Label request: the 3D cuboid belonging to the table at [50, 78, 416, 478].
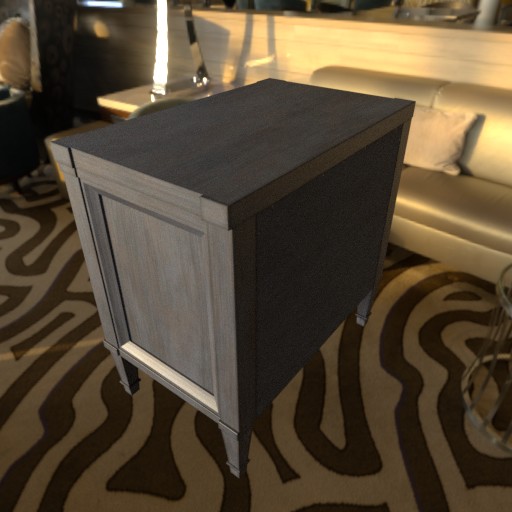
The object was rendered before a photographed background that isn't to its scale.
[{"bbox_3d":[0.000,0.000,1.072,0.413,0.660,0.660,23,40,30],"label":"table"}]
